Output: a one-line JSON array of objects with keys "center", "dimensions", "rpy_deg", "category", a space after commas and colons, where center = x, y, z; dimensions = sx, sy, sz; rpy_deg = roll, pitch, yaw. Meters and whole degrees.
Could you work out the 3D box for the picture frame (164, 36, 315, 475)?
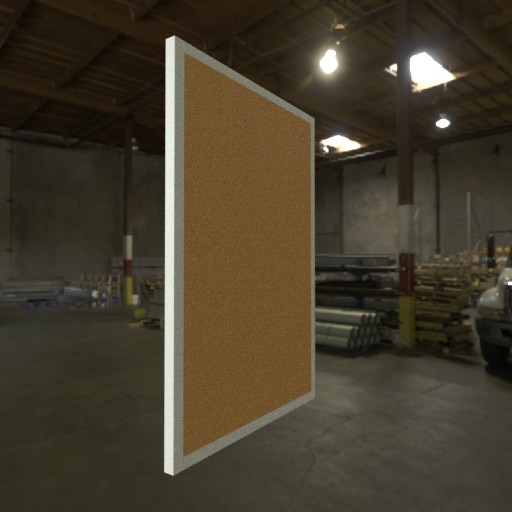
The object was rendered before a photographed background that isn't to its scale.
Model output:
[{"center": [0.000, 0.000, 0.566], "dimensions": [0.013, 0.434, 0.305], "rpy_deg": [-1, -1, 34], "category": "picture frame"}]
